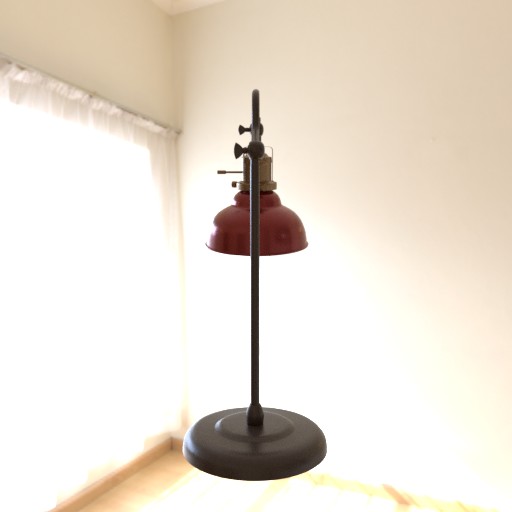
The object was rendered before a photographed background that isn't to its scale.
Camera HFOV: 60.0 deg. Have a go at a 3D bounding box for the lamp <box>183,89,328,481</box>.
[{"bbox_3d":[0.000,0.000,0.686,0.192,0.508,0.374,0,0,1],"label":"lamp"}]
